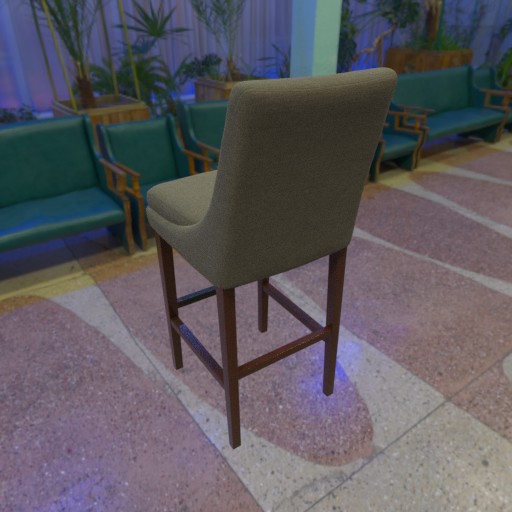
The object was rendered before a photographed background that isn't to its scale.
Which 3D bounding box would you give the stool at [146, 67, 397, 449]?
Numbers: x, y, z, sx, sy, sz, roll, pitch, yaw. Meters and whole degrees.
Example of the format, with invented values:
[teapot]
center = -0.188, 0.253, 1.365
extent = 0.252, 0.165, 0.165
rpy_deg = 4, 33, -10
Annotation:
[stool]
center = 0.000, 0.000, 1.338
extent = 0.470, 1.078, 0.577
rpy_deg = -18, 34, -29
